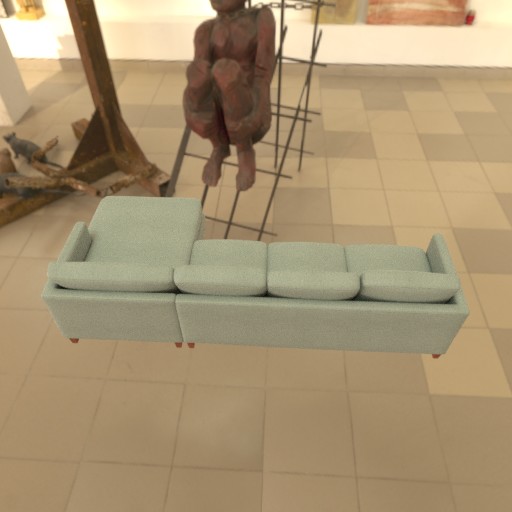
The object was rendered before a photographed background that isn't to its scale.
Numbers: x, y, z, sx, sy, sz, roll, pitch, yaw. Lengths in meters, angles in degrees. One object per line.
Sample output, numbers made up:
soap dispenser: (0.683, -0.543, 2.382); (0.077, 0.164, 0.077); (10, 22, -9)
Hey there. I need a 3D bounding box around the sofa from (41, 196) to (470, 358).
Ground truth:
sofa: (0.000, 0.000, 4.242); (3.471, 0.950, 1.604); (2, 47, 2)
